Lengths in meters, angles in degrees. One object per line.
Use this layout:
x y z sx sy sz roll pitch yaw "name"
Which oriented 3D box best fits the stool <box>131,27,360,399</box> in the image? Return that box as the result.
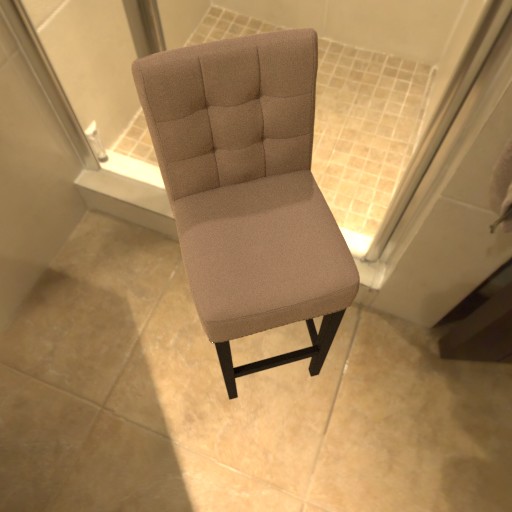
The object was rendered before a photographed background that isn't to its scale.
0.000 0.000 1.283 0.411 1.047 0.548 -14 63 -7 "stool"
